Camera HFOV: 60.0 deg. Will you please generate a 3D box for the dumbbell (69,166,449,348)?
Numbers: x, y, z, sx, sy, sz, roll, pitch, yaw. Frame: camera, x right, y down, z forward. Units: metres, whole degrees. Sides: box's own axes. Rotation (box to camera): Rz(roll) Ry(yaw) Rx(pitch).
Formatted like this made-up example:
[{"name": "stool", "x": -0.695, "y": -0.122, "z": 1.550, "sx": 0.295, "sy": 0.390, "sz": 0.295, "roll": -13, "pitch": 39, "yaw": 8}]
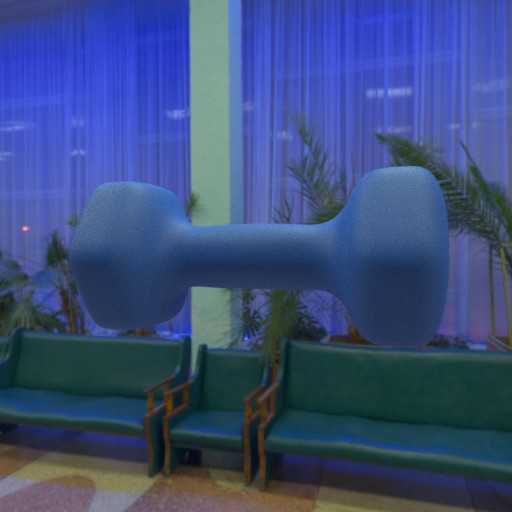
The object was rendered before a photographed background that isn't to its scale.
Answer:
[{"name": "dumbbell", "x": 0.000, "y": 0.000, "z": 0.266, "sx": 0.212, "sy": 0.093, "sz": 0.103, "roll": 0, "pitch": 1, "yaw": 18}]
